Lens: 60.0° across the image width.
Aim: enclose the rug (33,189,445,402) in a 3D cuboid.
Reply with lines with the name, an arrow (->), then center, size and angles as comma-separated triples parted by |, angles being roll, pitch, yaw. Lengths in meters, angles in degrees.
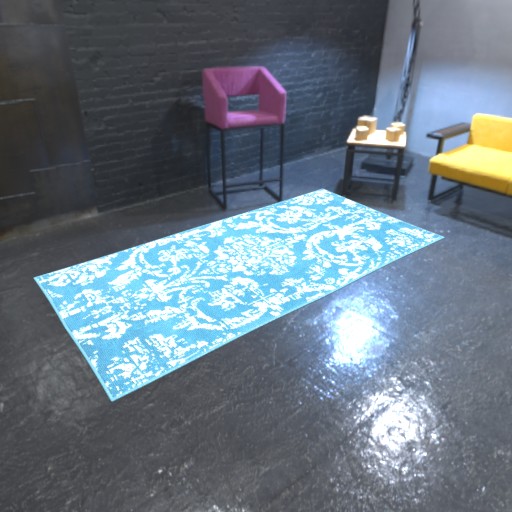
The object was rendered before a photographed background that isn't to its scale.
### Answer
rug -> 0.000, 0.000, 1.442 | 1.219, 0.007, 0.604 | -21, 35, -32
